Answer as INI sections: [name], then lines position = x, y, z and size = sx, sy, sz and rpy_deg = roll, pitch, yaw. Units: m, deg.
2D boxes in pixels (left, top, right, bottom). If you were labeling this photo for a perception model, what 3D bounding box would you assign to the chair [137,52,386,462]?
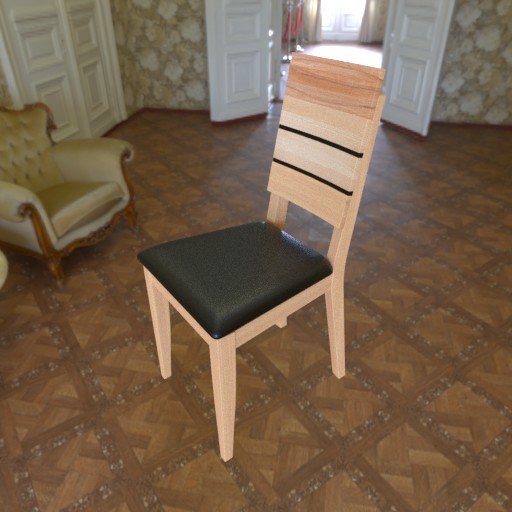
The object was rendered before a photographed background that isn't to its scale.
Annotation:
[chair]
position = 0.000, 0.000, 1.197
size = 0.520, 0.940, 0.410
rpy_deg = -22, 38, -30
